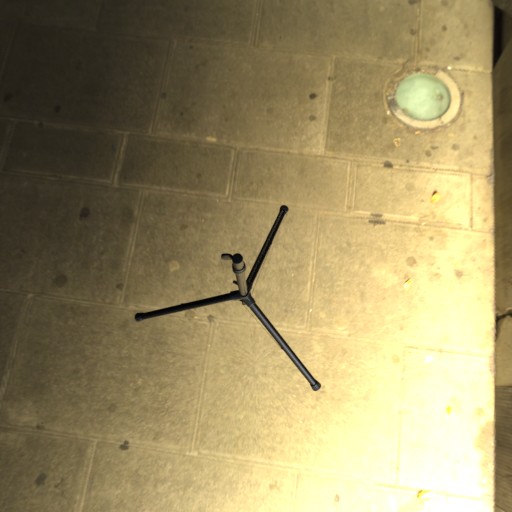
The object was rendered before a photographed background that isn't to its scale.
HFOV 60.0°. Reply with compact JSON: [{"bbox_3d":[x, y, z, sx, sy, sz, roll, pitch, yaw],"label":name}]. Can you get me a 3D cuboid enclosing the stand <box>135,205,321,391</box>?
[{"bbox_3d":[0.000,0.000,1.889,1.045,1.136,0.907,22,77,5],"label":"stand"}]
